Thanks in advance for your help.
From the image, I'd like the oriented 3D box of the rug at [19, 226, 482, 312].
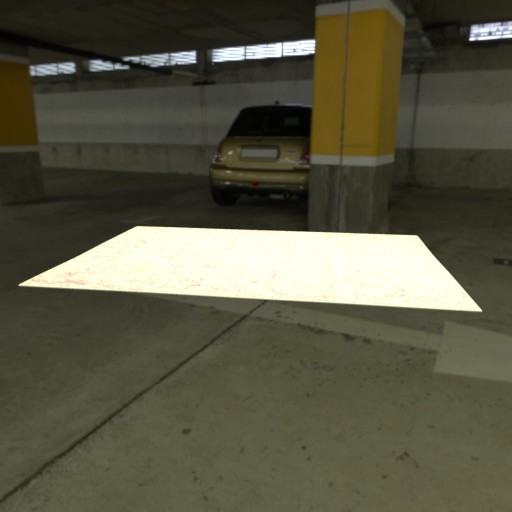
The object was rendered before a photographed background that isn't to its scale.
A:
[{"bbox_3d":[0.000,0.000,3.451,2.746,0.018,1.819,2,16,9],"label":"rug"}]
